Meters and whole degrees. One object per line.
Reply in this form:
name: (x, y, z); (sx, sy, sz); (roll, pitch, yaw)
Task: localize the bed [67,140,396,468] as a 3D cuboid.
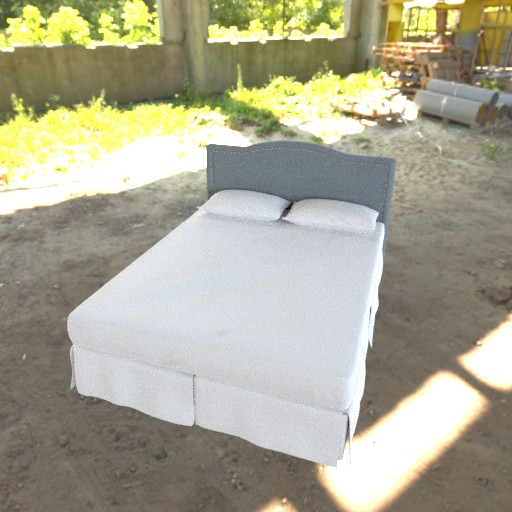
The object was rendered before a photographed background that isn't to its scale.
bed: (0.000, 0.000, 3.889); (2.161, 1.457, 2.689); (9, 28, 17)
